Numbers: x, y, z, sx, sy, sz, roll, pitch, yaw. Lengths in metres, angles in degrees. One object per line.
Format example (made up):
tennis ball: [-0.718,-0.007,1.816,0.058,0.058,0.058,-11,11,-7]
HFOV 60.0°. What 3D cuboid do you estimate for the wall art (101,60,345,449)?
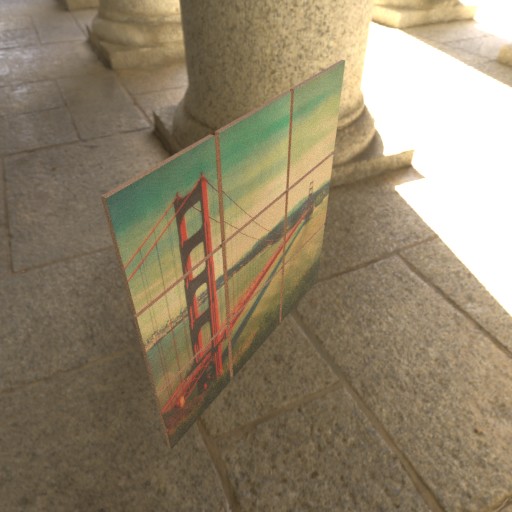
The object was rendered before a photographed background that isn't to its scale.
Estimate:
wall art: [0.000,0.000,1.784,0.016,1.207,1.217,25,46,26]
